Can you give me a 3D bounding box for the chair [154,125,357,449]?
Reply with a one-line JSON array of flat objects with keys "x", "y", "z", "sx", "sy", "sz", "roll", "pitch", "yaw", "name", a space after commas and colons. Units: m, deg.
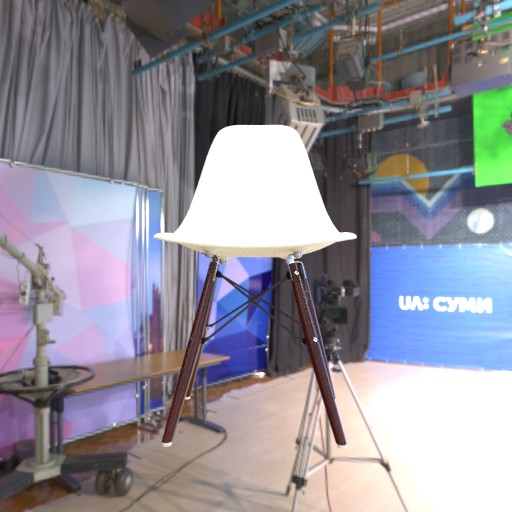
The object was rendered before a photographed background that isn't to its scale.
[{"x": 0.000, "y": 0.000, "z": 1.138, "sx": 0.470, "sy": 0.826, "sz": 0.533, "roll": 0, "pitch": -1, "yaw": 1, "name": "chair"}]
